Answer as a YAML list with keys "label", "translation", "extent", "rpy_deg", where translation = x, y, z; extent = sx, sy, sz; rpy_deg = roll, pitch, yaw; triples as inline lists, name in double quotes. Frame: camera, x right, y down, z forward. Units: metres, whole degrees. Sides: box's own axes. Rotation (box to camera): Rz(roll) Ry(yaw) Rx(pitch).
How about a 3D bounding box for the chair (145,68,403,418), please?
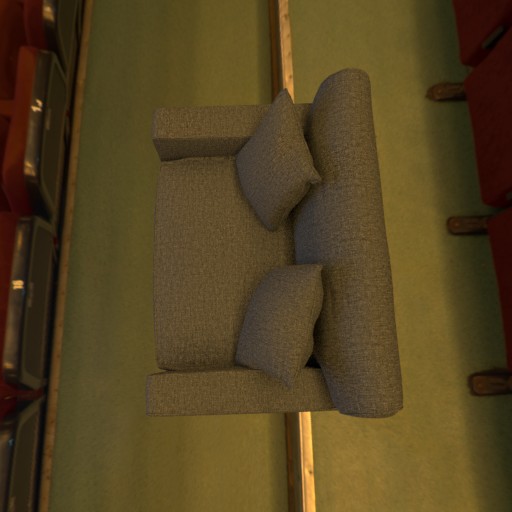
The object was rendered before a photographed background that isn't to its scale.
- label: "chair"
  translation: [0.000, 0.000, 2.074]
  extent: [1.000, 0.948, 1.383]
  rpy_deg: [-2, 76, 0]
